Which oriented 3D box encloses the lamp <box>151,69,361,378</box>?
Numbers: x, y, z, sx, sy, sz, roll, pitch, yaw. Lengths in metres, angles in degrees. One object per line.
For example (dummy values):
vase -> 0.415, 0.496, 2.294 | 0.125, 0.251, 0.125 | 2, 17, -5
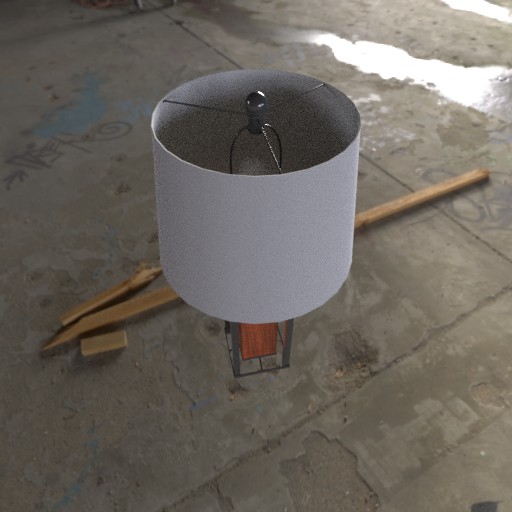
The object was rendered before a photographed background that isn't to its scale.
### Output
lamp -> 0.000, 0.000, 0.764 | 0.320, 0.591, 0.320 | 0, 47, 0
